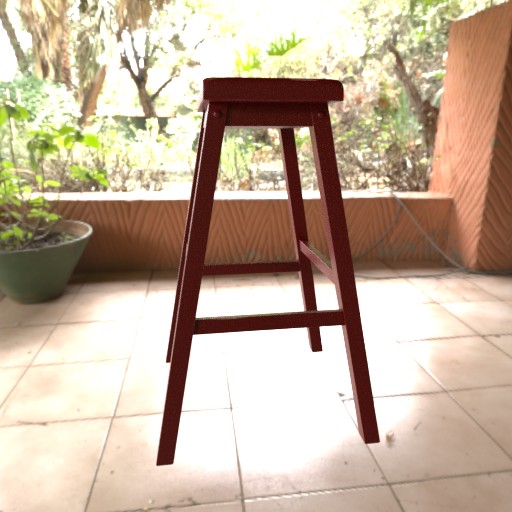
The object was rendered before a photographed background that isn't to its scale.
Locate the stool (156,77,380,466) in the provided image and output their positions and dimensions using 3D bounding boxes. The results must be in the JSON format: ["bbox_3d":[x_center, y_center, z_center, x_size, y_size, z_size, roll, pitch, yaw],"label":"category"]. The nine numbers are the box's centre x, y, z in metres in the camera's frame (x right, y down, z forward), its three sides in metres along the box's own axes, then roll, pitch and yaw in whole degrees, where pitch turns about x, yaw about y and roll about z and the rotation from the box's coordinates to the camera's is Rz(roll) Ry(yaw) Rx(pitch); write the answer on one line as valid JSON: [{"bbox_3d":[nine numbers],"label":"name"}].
[{"bbox_3d":[0.000,0.000,1.048,0.476,0.737,0.457,-2,15,-8],"label":"stool"}]
